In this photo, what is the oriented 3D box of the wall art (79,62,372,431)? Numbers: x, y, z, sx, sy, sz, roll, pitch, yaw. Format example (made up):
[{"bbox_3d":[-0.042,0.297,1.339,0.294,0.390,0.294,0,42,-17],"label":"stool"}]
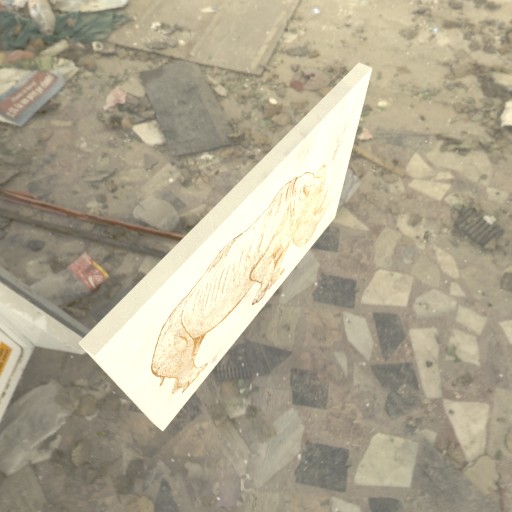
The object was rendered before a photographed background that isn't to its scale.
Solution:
[{"bbox_3d":[0.000,0.000,1.164,0.038,0.610,0.915,32,63,18],"label":"wall art"}]
